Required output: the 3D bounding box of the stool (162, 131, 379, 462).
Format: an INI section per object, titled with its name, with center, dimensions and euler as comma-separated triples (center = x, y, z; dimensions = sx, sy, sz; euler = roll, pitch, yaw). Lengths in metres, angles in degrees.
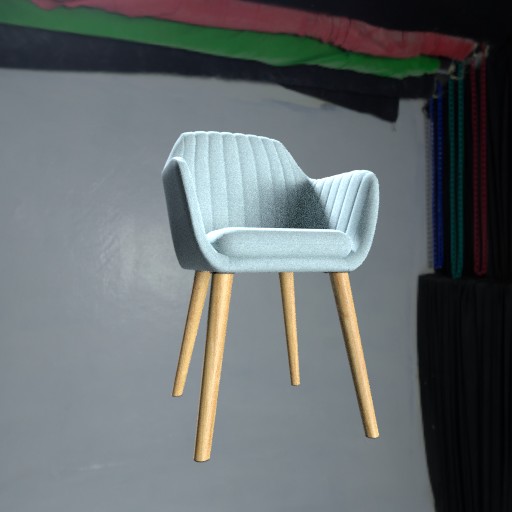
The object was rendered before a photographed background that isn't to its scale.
[stool]
center = 0.000, 0.000, 1.229
dimensions = 0.503, 0.830, 0.590
euler = 0, -1, -17
